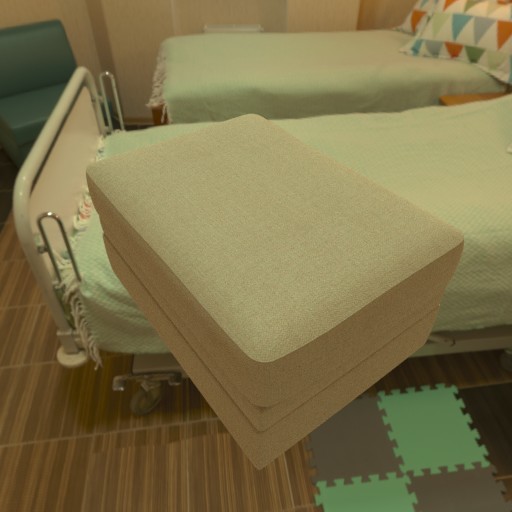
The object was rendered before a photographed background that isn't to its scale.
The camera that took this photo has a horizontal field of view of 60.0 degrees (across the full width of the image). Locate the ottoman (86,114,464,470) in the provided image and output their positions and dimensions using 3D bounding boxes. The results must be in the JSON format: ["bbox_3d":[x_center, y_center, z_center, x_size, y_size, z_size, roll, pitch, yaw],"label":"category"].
[{"bbox_3d":[0.000,0.000,1.271,0.637,0.478,0.885,-26,48,-26],"label":"ottoman"}]
